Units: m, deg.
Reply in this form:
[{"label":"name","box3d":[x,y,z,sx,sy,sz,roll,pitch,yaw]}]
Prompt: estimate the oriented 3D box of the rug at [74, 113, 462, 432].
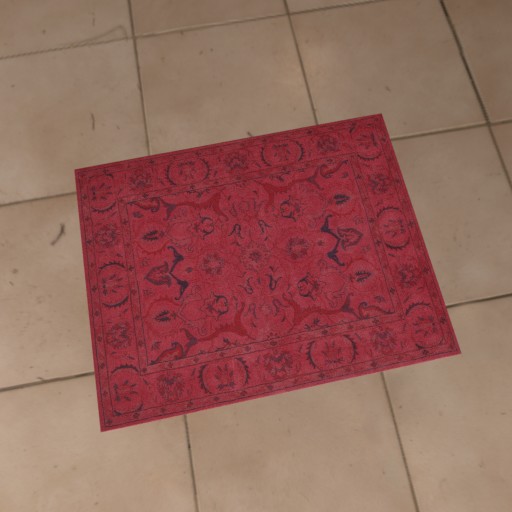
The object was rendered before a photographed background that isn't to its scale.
[{"label":"rug","box3d":[0.000,0.000,3.827,2.929,0.012,2.300,-11,74,-3]}]
